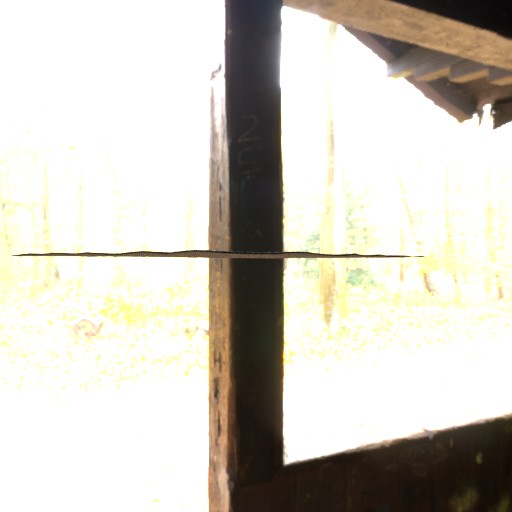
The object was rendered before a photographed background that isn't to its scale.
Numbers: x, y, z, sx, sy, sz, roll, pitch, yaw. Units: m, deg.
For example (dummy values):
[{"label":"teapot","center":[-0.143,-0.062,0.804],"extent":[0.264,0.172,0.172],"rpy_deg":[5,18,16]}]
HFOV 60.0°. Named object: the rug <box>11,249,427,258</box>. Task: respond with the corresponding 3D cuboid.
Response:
[{"label":"rug","center":[0.000,0.000,2.952],"extent":[1.529,0.017,2.448],"rpy_deg":[0,-1,37]}]
